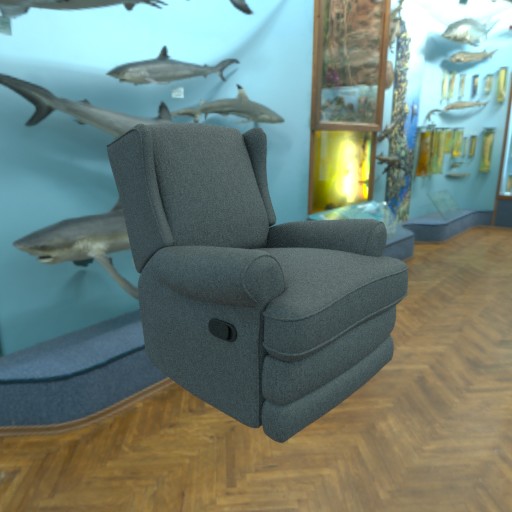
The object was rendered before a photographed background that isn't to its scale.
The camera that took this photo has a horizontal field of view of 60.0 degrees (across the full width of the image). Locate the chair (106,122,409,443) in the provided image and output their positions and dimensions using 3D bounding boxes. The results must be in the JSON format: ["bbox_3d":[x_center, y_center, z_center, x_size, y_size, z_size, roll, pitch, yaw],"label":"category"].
[{"bbox_3d":[0.000,0.000,1.725,0.969,1.011,0.847,13,20,41],"label":"chair"}]
